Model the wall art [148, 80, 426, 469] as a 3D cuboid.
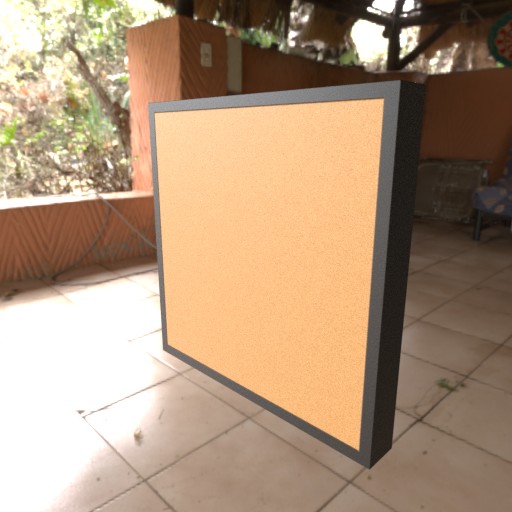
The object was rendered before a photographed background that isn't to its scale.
[{"bbox_3d":[0.000,0.000,0.445,0.304,0.304,0.038,15,21,43],"label":"wall art"}]
